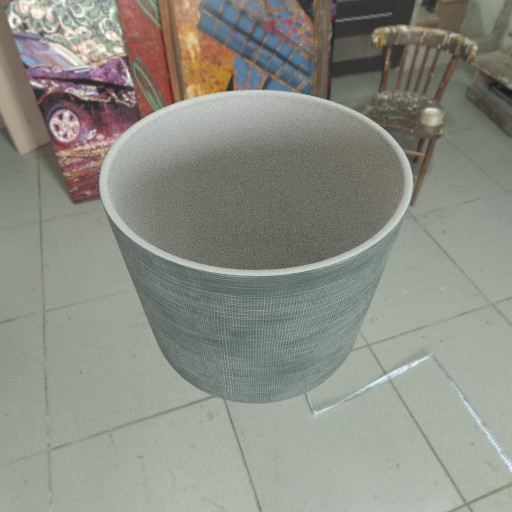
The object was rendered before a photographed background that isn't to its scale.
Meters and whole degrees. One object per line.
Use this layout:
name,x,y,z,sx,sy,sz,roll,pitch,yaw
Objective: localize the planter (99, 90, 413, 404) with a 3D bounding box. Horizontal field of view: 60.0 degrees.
planter,0.000,0.000,0.781,0.440,0.398,0.440,0,46,0
